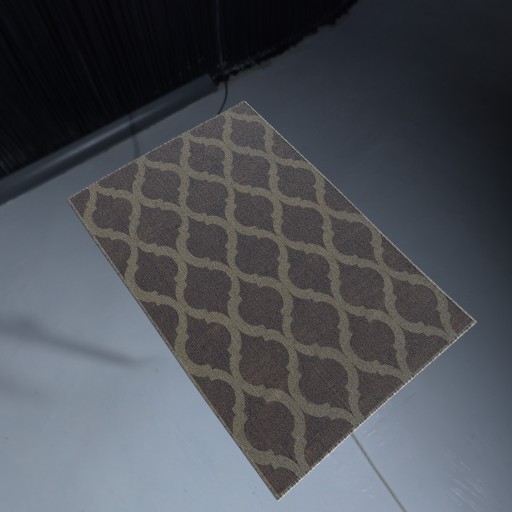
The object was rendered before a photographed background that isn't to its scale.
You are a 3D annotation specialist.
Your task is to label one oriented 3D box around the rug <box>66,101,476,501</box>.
[{"bbox_3d":[0.000,0.000,2.813,1.522,0.008,2.284,-35,68,-17],"label":"rug"}]
